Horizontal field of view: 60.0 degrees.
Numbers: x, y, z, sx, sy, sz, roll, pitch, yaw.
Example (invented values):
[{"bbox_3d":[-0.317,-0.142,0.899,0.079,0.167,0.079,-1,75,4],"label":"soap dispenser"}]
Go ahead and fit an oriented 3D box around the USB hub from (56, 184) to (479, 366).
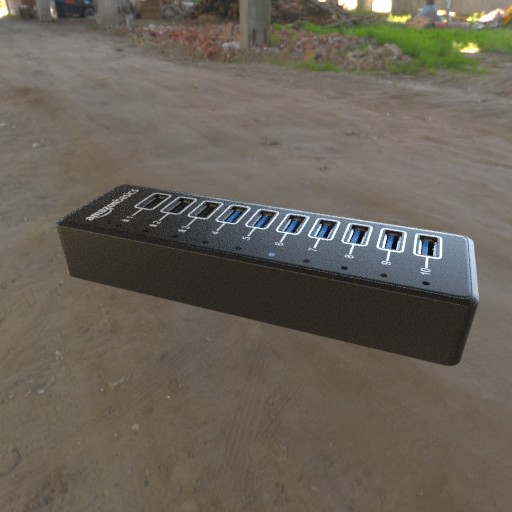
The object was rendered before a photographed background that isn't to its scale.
[{"bbox_3d":[0.000,0.000,0.164,0.145,0.023,0.044,11,32,18],"label":"USB hub"}]
